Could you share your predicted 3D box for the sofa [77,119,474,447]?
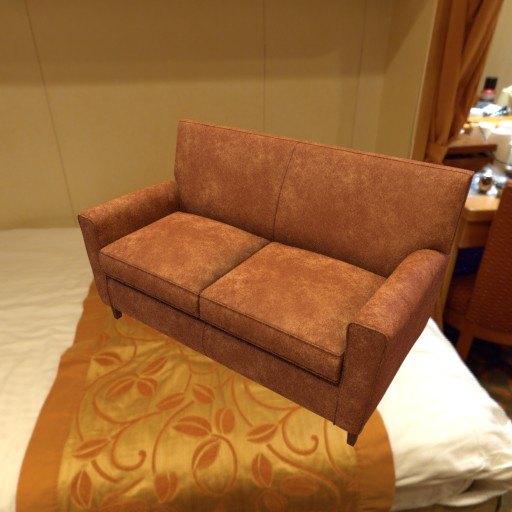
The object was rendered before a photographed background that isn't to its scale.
[{"bbox_3d":[0.000,0.000,1.974,1.473,0.871,0.787,19,35,30],"label":"sofa"}]
